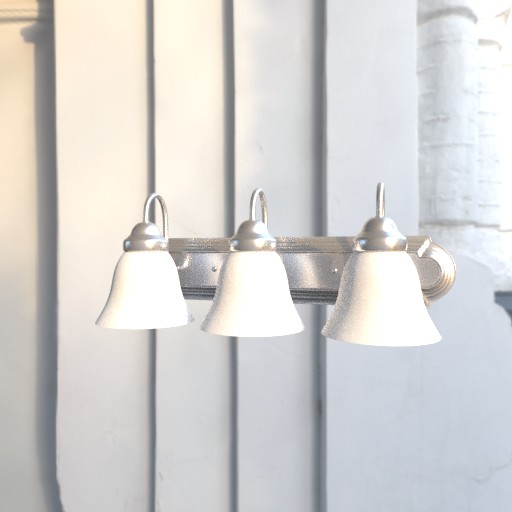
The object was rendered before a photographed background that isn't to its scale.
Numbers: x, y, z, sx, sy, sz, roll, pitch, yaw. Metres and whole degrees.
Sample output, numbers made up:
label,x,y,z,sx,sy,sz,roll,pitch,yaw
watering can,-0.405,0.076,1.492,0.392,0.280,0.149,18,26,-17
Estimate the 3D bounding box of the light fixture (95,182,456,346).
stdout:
label,x,y,z,sx,sy,sz,roll,pitch,yaw
light fixture,0.000,0.000,0.713,0.610,0.222,0.199,0,1,18
